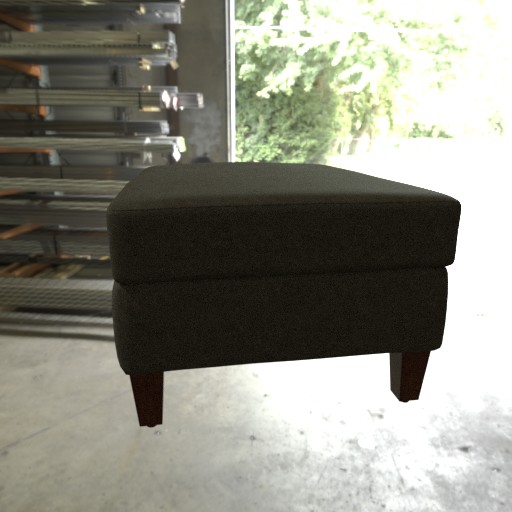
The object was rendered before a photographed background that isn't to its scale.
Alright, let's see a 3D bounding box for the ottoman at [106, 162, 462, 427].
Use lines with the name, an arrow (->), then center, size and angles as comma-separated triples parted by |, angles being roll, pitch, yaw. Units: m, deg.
ottoman -> 0.000, 0.000, 1.185 | 0.639, 0.464, 0.839 | -2, 16, -9
